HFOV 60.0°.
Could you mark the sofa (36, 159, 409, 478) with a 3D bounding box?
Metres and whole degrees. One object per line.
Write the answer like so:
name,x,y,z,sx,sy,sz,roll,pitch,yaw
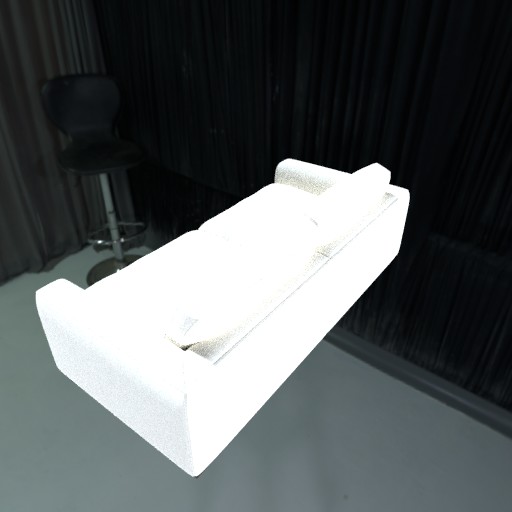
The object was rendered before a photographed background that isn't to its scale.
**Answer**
sofa,0.000,0.000,2.707,1.070,0.801,2.262,22,39,30
